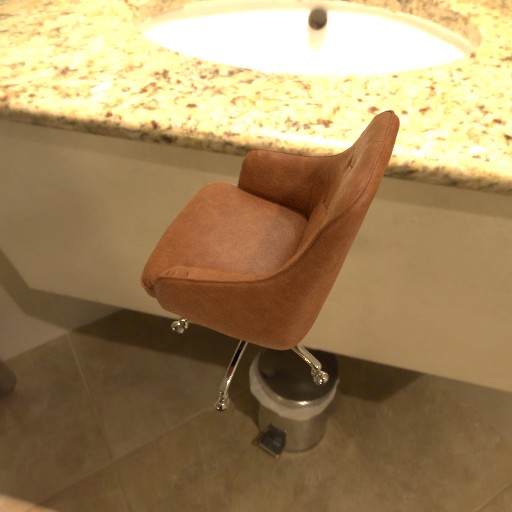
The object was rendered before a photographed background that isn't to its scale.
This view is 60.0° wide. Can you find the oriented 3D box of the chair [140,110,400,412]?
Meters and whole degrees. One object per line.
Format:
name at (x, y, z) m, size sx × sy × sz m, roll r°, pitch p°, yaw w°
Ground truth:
chair at (0.000, 0.000, 1.331) m, size 0.615 × 0.909 × 0.628 m, roll 17°, pitch 49°, yaw 15°
